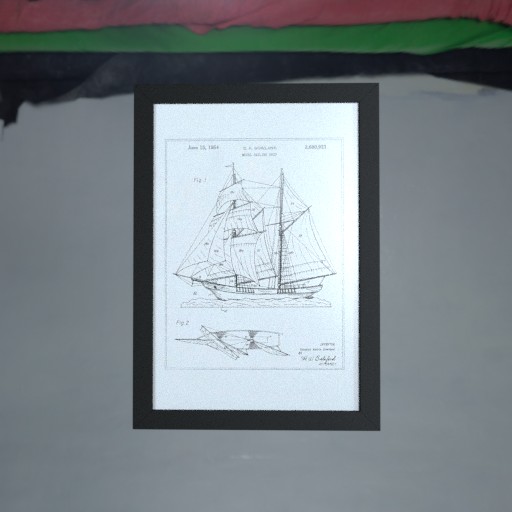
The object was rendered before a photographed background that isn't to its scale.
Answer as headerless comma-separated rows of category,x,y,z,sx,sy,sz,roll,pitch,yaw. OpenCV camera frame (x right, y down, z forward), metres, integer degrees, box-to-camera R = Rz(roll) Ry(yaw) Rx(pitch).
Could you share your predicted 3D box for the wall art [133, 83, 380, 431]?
wall art,0.000,0.000,0.592,0.326,0.459,0.011,0,-1,1
